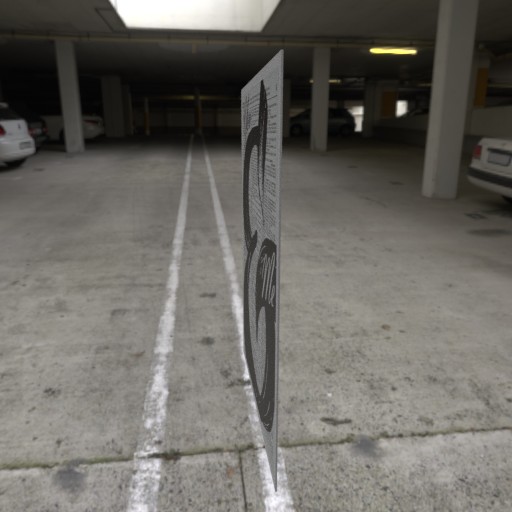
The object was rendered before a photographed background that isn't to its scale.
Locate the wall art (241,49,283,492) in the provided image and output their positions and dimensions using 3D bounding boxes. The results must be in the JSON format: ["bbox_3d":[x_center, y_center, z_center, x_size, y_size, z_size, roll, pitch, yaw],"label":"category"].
[{"bbox_3d":[0.000,0.000,0.804,0.003,0.609,0.457,-2,15,-7],"label":"wall art"}]
